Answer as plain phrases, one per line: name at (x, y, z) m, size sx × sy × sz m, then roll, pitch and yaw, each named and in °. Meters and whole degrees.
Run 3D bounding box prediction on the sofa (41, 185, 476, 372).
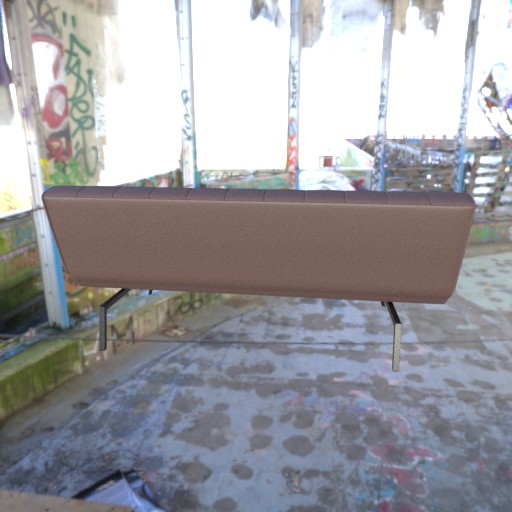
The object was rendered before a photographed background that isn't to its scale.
sofa at (0.000, 0.000, 2.111) m, size 1.703 × 0.699 × 0.747 m, roll 2°, pitch 16°, yaw 8°
